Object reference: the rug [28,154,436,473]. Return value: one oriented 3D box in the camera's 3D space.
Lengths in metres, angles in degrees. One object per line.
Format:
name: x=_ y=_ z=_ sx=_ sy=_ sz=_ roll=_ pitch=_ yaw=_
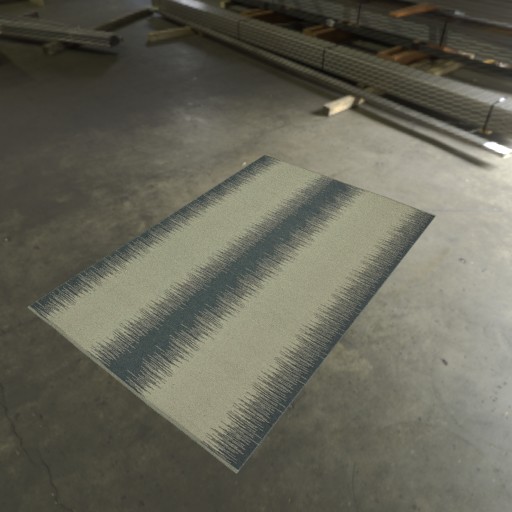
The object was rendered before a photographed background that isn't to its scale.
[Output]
rug: x=0.000 y=0.000 z=2.303 sx=1.234 sy=0.006 sz=1.854 roll=26 pitch=47 yaw=27
